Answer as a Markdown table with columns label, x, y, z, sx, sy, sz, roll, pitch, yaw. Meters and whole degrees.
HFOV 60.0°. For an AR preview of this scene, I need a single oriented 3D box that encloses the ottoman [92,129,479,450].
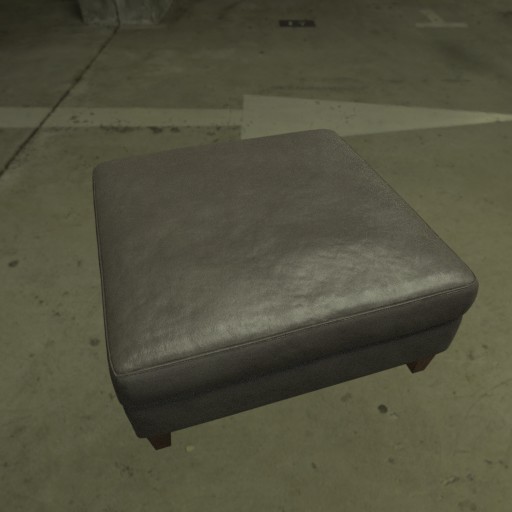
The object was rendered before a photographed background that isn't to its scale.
| label | x | y | z | sx | sy | sz | roll | pitch | yaw |
| --- | --- | --- | --- | --- | --- | --- | --- | --- | --- |
| ottoman | 0.000 | 0.000 | 1.284 | 0.836 | 0.415 | 0.844 | -12 | 43 | -13 |
